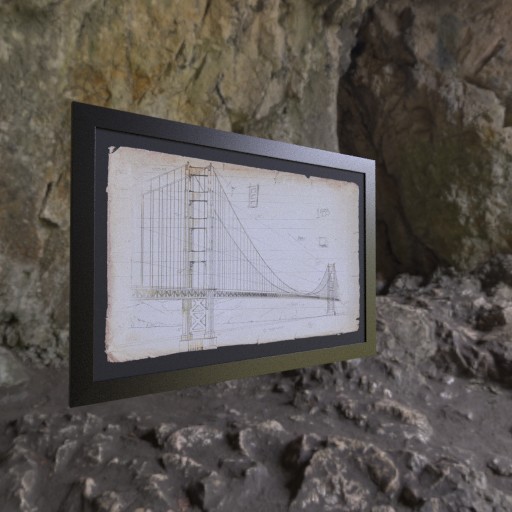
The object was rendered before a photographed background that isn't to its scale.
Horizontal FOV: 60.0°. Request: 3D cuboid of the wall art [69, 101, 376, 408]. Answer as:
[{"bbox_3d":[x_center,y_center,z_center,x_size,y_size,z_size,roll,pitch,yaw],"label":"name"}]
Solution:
[{"bbox_3d":[0.000,0.000,0.837,0.660,0.447,0.013,1,-1,-35],"label":"wall art"}]
